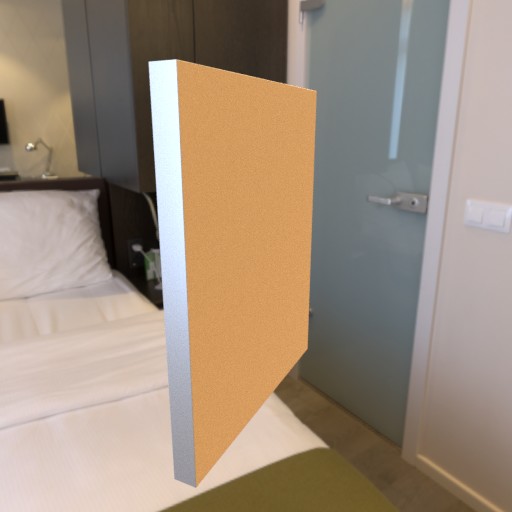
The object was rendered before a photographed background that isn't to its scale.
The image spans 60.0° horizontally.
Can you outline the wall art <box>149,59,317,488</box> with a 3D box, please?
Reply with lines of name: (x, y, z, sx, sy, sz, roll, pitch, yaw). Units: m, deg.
wall art: (0.000, 0.000, 0.743, 0.038, 0.549, 0.452, 8, 18, 25)
